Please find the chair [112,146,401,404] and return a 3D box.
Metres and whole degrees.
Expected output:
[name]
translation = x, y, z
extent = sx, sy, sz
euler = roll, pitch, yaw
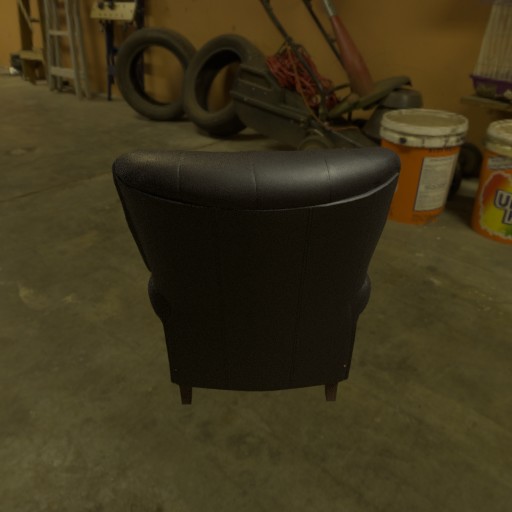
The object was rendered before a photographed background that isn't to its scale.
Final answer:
[chair]
translation = 0.000, 0.000, 1.939
extent = 0.948, 1.158, 1.058
euler = -1, 30, -1
